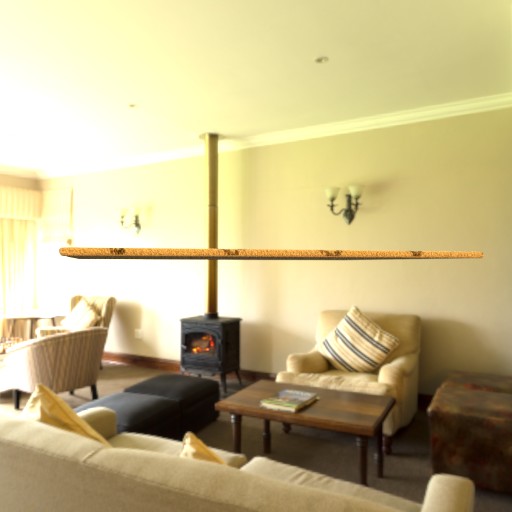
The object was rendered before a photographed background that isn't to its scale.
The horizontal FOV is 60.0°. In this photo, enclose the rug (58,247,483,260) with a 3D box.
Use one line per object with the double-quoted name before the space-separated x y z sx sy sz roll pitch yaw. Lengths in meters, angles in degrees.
"rug" 0.000 0.000 2.296 1.778 0.030 1.219 0 -1 -19
